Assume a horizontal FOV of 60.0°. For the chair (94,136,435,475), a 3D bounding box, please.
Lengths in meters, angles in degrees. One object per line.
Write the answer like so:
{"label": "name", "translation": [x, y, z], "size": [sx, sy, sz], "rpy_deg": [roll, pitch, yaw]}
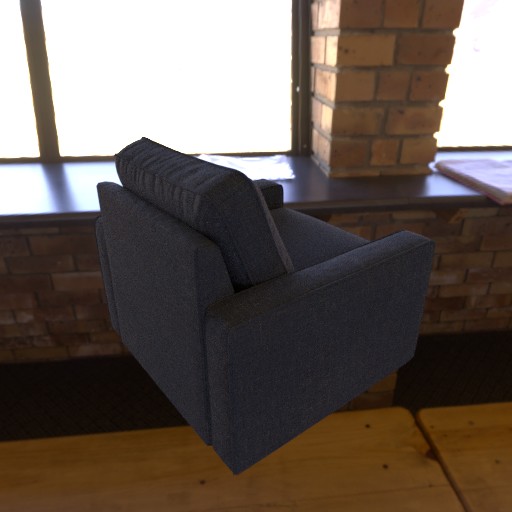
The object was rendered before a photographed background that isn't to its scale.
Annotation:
{"label": "chair", "translation": [0.000, 0.000, 1.761], "size": [0.940, 0.919, 1.017], "rpy_deg": [-19, 32, -33]}
